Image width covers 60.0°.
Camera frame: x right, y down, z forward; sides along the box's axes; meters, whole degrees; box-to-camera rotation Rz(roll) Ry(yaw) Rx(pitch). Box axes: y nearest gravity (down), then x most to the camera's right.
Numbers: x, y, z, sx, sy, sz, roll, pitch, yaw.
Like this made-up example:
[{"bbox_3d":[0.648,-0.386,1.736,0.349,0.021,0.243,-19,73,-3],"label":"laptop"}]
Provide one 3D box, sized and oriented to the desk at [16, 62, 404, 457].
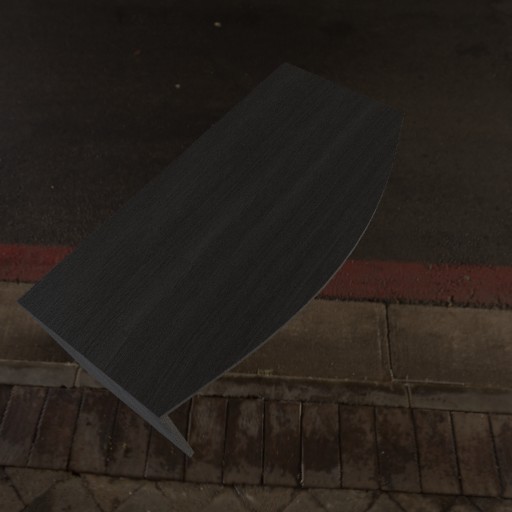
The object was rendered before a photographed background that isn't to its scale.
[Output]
[{"bbox_3d":[0.000,0.000,2.002,0.802,0.750,1.600,31,63,18],"label":"desk"}]
